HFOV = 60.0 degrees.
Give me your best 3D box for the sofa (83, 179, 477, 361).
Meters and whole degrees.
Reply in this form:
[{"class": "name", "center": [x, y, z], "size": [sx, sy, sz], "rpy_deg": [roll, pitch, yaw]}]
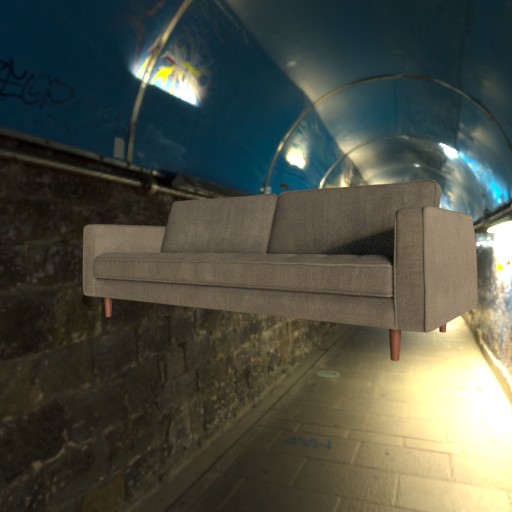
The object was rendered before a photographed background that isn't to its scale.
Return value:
[{"class": "sofa", "center": [0.000, 0.000, 2.662], "size": [2.295, 0.813, 0.923], "rpy_deg": [1, 1, 37]}]
